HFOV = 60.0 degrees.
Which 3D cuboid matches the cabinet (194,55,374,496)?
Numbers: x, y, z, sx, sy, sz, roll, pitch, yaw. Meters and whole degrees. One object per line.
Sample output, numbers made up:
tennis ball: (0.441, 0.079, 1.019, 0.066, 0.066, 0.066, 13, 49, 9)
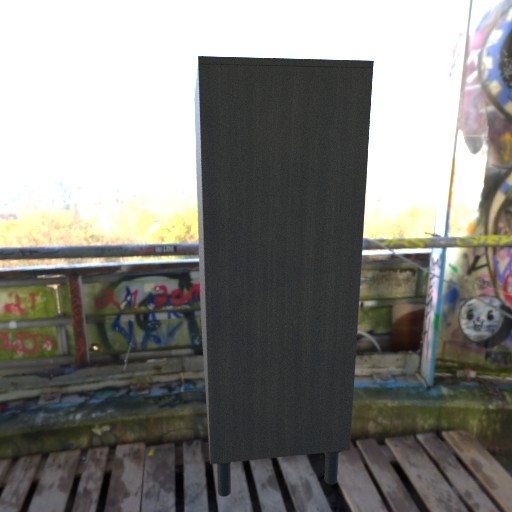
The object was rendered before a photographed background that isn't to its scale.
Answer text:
cabinet: (0.000, 0.000, 1.614, 0.400, 1.170, 1.010, -2, 15, -8)
